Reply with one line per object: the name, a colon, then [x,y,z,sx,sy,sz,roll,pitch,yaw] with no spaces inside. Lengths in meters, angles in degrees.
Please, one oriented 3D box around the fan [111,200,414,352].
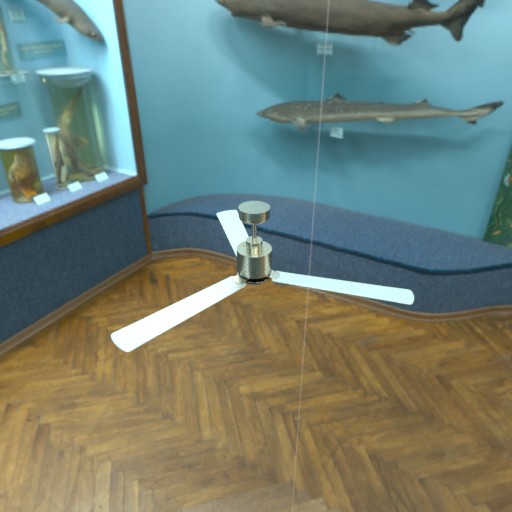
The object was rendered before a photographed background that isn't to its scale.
fan: [0.000,0.000,2.381,1.561,0.446,1.531,18,35,28]
